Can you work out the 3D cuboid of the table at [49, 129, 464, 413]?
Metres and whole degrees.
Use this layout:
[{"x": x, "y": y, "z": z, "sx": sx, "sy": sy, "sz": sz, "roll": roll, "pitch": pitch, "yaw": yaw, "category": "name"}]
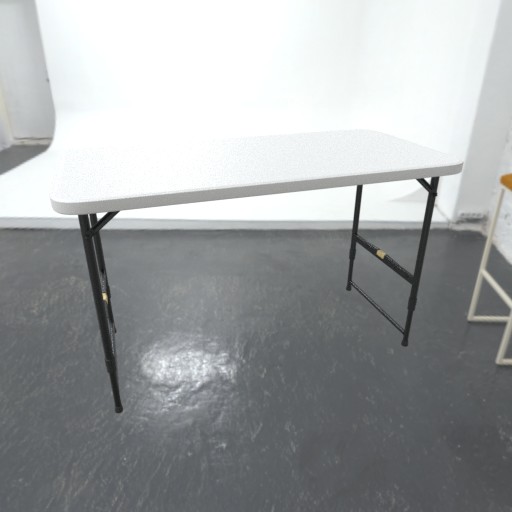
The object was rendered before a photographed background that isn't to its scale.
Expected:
[{"x": 0.000, "y": 0.000, "z": 1.611, "sx": 1.219, "sy": 0.737, "sz": 0.610, "roll": -8, "pitch": 28, "yaw": -16, "category": "table"}]
